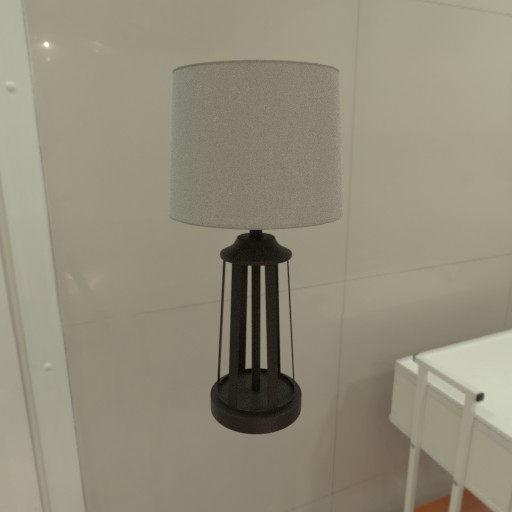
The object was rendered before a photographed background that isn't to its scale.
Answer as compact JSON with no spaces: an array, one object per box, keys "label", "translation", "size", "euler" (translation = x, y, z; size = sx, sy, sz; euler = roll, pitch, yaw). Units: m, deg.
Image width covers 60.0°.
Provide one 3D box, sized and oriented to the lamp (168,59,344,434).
[{"label":"lamp","translation":[0.000,0.000,0.661],"size":[0.251,0.509,0.251],"euler":[0,15,0]}]
